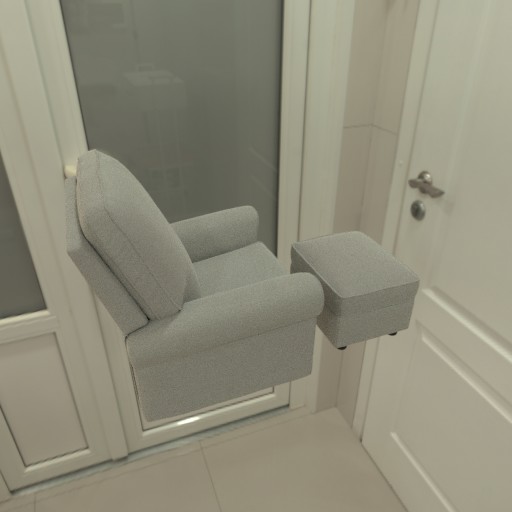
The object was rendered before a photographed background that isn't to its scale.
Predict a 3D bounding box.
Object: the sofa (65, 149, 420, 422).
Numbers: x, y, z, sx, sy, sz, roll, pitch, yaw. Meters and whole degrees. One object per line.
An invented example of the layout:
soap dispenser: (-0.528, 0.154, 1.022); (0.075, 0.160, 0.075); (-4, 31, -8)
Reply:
sofa: (0.000, 0.000, 2.009); (1.478, 0.959, 0.880); (-11, 32, -18)
